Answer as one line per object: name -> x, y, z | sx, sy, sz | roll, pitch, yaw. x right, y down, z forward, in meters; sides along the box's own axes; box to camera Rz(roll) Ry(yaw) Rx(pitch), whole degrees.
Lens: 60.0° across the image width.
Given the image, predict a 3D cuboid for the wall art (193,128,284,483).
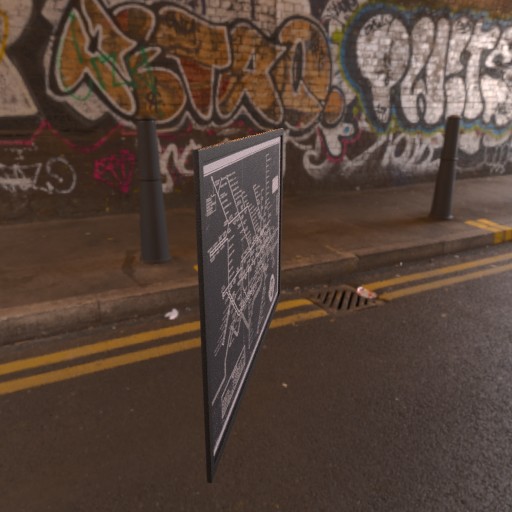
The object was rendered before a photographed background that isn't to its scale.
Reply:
wall art -> 0.000, 0.000, 1.534 | 0.013, 0.811, 1.192 | 4, 18, 11
